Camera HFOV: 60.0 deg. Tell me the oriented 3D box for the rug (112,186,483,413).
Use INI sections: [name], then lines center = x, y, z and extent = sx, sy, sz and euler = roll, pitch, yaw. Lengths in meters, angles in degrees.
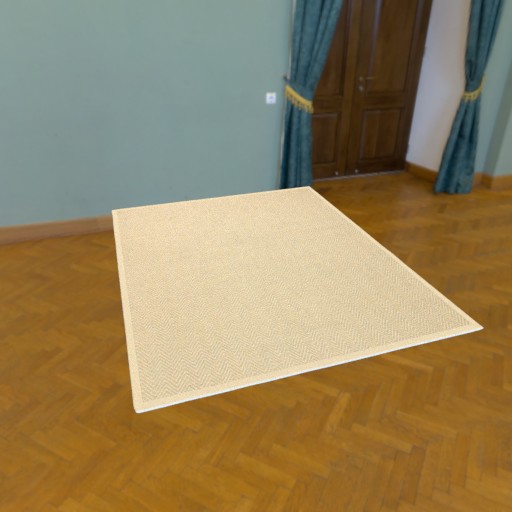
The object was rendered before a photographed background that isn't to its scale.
[rug]
center = 0.000, 0.000, 4.062
extent = 2.423, 0.019, 3.009
euler = -9, 31, -16
